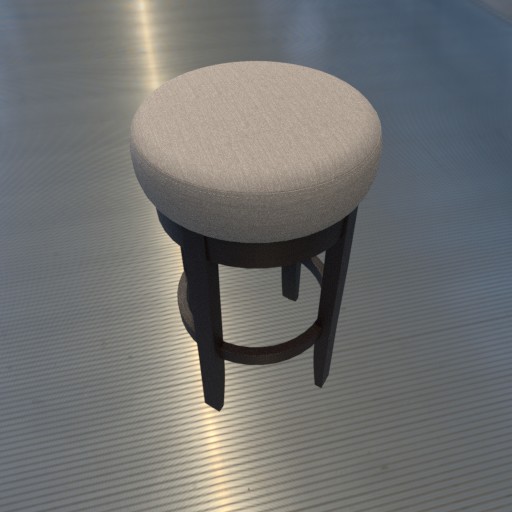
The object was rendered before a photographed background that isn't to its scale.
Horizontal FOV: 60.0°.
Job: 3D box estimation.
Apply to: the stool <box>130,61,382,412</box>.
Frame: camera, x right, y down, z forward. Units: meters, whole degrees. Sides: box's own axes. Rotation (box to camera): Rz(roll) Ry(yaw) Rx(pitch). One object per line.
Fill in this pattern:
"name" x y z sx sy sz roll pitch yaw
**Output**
"stool" 0.000 0.000 1.018 0.443 0.757 0.443 0 46 0
